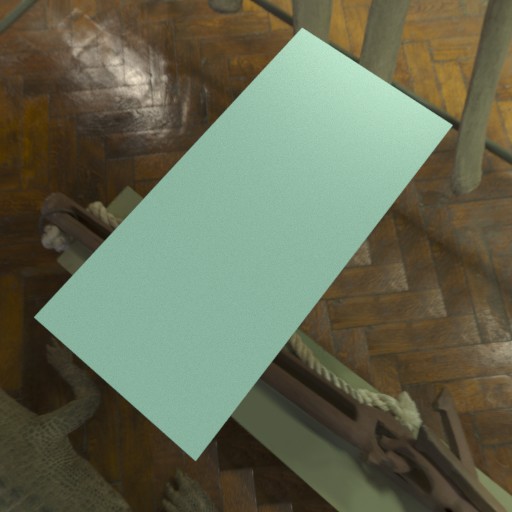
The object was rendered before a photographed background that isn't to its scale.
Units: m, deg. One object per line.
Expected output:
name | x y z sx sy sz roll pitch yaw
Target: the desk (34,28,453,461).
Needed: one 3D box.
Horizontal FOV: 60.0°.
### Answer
desk | 0.000 0.000 1.494 0.509 0.780 1.059 38 78 9
